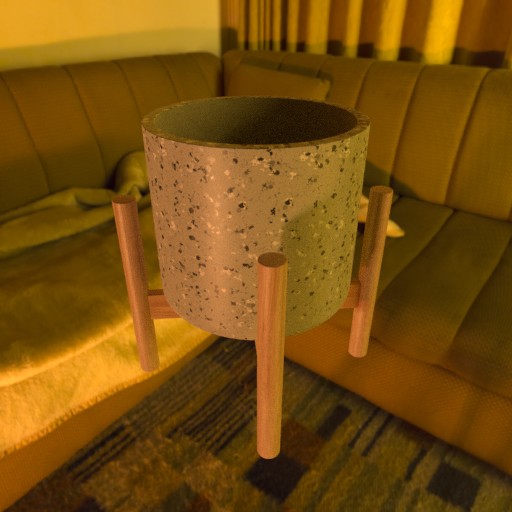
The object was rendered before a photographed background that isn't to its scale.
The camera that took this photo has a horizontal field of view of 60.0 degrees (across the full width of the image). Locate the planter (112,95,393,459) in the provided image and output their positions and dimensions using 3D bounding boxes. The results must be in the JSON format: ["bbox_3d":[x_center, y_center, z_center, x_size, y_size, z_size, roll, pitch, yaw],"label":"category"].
[{"bbox_3d":[0.000,0.000,0.520,0.284,0.320,0.284,9,31,15],"label":"planter"}]
